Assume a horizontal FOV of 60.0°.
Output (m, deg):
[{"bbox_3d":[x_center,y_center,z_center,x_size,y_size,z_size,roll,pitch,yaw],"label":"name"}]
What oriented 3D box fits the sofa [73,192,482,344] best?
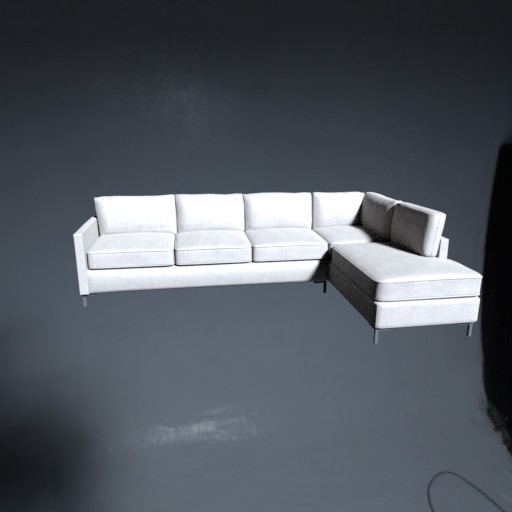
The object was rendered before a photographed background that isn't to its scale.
[{"bbox_3d":[0.000,0.000,4.224,3.331,0.964,2.077,-2,16,-9],"label":"sofa"}]
